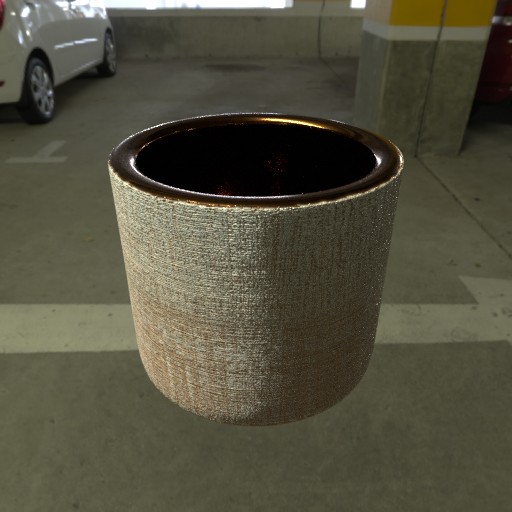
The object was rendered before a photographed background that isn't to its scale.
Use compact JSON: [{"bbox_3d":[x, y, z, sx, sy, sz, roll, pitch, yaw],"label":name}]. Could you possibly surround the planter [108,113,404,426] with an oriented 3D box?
[{"bbox_3d":[0.000,0.000,0.310,0.177,0.157,0.177,0,31,0],"label":"planter"}]
